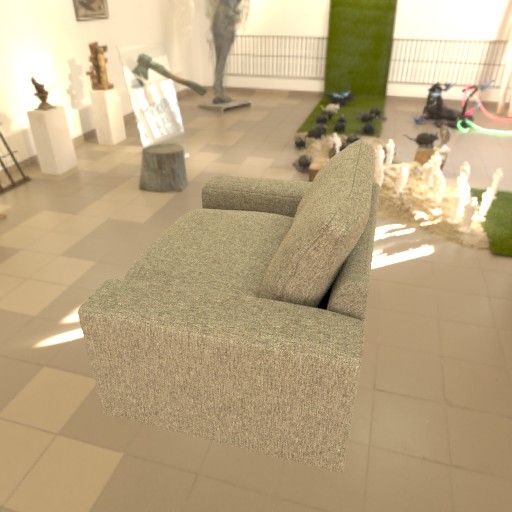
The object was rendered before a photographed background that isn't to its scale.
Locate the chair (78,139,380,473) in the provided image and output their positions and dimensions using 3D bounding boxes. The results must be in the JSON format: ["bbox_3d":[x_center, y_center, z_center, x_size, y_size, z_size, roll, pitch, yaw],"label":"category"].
[{"bbox_3d":[0.000,0.000,2.061,1.039,0.915,1.398,8,32,14],"label":"chair"}]
